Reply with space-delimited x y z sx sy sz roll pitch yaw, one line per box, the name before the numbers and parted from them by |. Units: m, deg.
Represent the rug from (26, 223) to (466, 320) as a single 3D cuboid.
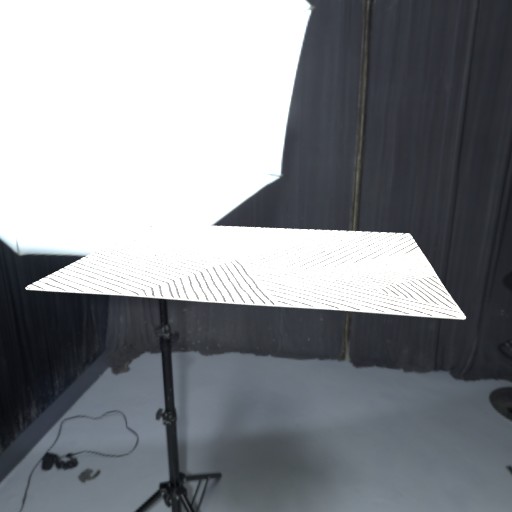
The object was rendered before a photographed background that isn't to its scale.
rug | 0.000 0.000 3.264 2.449 0.028 1.829 3 17 10
